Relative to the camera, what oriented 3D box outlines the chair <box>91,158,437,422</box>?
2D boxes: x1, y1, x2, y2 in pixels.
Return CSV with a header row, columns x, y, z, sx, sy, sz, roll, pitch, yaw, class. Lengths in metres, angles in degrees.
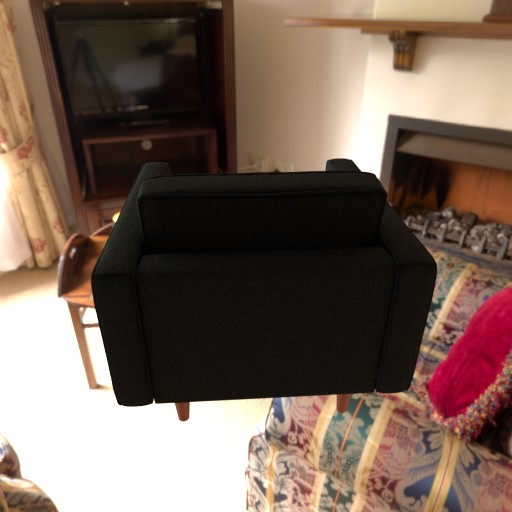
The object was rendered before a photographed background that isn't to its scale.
x,y,z,sx,sy,sz,roll,pitch,yaw,class
0.000,0.000,1.591,0.899,0.770,0.920,-2,30,-3,chair
